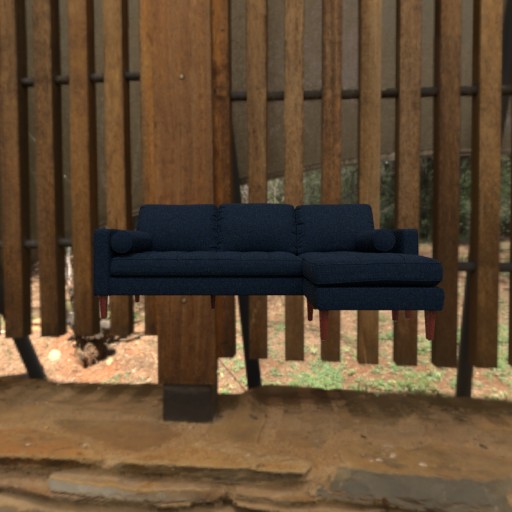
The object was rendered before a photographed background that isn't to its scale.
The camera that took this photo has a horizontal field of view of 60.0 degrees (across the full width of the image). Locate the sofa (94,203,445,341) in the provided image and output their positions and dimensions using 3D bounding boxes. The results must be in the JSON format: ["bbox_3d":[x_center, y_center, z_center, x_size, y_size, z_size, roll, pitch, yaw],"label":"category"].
[{"bbox_3d":[0.000,0.000,3.045,2.185,0.841,1.613,0,2,0],"label":"sofa"}]
